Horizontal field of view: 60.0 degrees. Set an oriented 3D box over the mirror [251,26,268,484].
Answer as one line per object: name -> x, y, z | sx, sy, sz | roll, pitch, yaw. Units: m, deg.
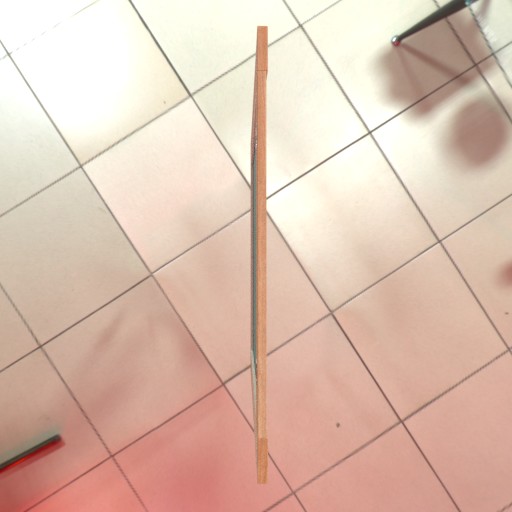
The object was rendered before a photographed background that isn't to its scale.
mirror -> 0.000, 0.000, 1.174 | 0.020, 0.800, 0.800 | 0, 89, -2
